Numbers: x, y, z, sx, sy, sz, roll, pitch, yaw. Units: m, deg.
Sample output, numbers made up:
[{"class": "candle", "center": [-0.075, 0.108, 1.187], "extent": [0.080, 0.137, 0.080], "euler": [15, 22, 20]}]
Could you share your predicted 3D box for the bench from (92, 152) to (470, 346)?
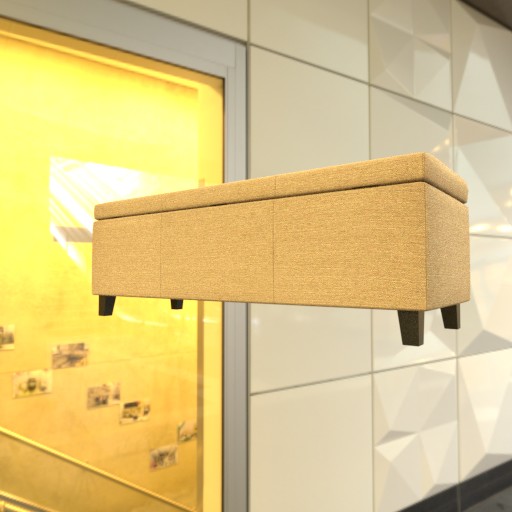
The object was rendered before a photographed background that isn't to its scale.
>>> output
[{"class": "bench", "center": [0.000, 0.000, 1.496], "extent": [1.269, 0.438, 0.446], "euler": [-2, -3, 37]}]
